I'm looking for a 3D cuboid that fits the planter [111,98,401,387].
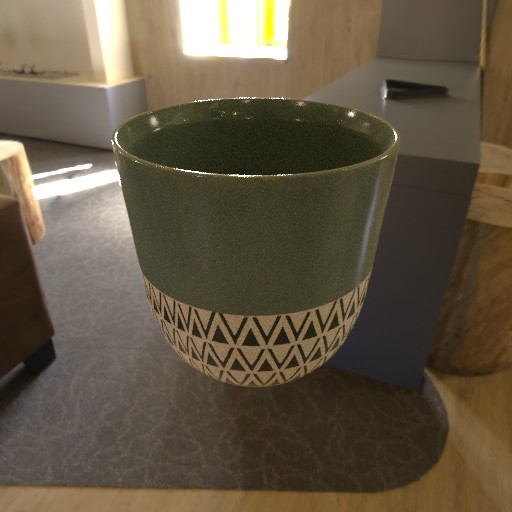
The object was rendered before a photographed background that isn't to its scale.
[{"bbox_3d":[0.000,0.000,0.370,0.198,0.214,0.198,0,31,0],"label":"planter"}]
